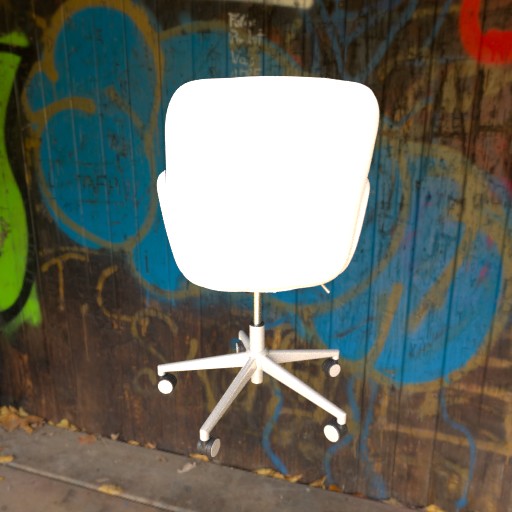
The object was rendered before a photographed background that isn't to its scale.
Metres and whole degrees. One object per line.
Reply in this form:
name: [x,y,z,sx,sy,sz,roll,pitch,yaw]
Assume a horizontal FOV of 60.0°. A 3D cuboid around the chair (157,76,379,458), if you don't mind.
chair: [0.000,0.000,1.369,0.648,0.959,0.633,-3,15,-10]
